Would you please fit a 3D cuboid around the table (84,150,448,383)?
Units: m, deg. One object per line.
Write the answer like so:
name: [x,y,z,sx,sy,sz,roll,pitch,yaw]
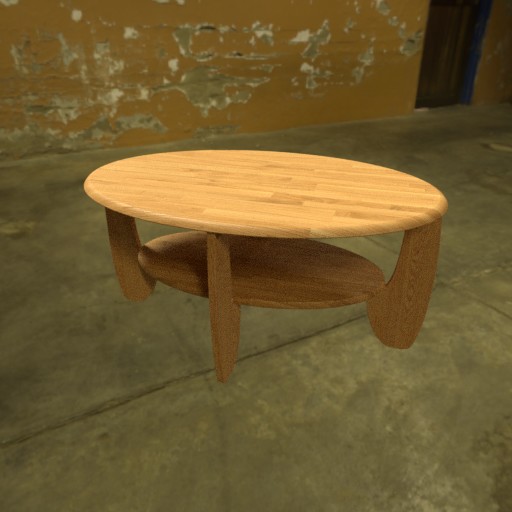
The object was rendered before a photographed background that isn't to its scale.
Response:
table: [0.000,0.000,1.374,1.040,0.490,0.690,8,28,15]
